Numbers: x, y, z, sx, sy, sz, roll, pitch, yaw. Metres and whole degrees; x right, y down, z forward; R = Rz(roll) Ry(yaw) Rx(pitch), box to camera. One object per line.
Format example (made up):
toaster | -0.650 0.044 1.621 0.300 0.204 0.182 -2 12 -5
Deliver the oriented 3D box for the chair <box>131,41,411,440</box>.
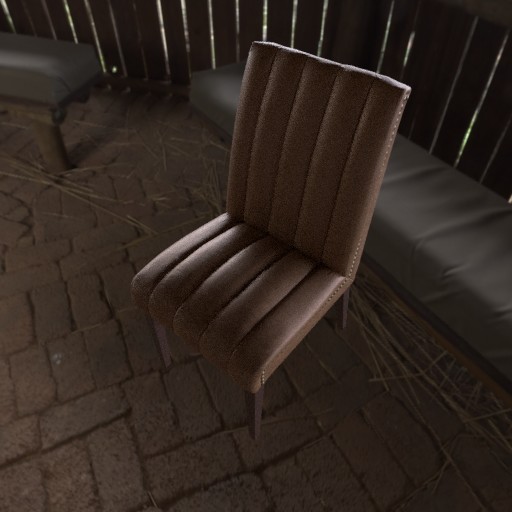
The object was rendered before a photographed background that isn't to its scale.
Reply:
chair | 0.000 0.000 1.368 0.511 1.016 0.647 30 53 26
